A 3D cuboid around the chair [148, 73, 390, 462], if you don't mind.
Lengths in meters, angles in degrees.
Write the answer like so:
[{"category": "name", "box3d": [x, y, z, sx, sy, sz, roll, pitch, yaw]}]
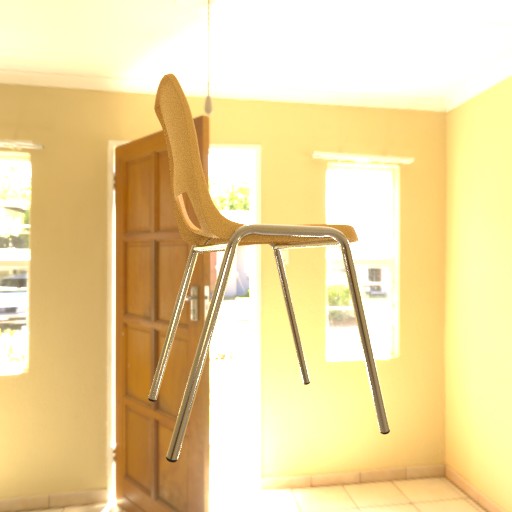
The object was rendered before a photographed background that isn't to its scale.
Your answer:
[{"category": "chair", "box3d": [0.000, 0.000, 0.983, 0.436, 0.704, 0.381, 0, 0, -19]}]
